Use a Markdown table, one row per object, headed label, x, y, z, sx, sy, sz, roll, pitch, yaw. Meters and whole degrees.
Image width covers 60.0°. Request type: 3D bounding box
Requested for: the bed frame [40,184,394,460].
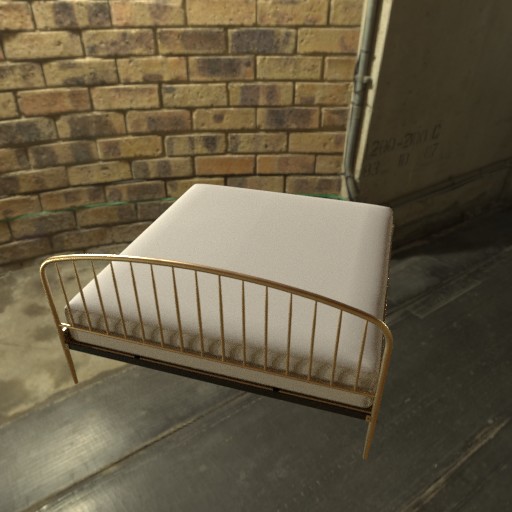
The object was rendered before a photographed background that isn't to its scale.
| label | x | y | z | sx | sy | sz | roll | pitch | yaw |
| --- | --- | --- | --- | --- | --- | --- | --- | --- | --- |
| bed frame | 0.000 | 0.000 | 3.397 | 2.016 | 1.174 | 2.152 | 9 | 33 | 14 |
